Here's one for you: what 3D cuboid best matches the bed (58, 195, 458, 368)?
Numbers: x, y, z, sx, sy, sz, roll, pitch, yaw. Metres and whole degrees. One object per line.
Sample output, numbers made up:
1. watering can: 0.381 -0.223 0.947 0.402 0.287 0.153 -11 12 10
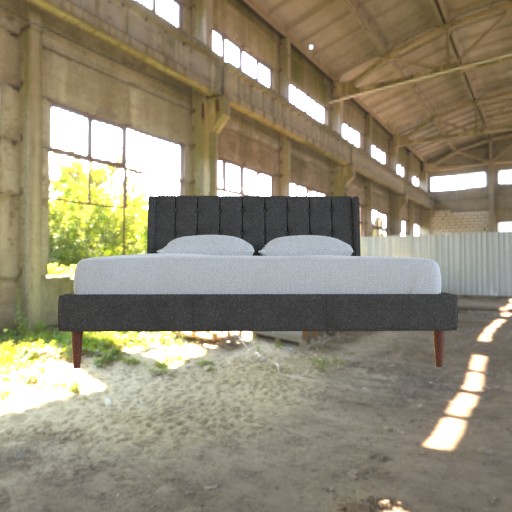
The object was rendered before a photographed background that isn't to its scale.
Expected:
1. bed: 0.000 0.000 2.503 1.531 0.933 1.638 0 -2 -1
